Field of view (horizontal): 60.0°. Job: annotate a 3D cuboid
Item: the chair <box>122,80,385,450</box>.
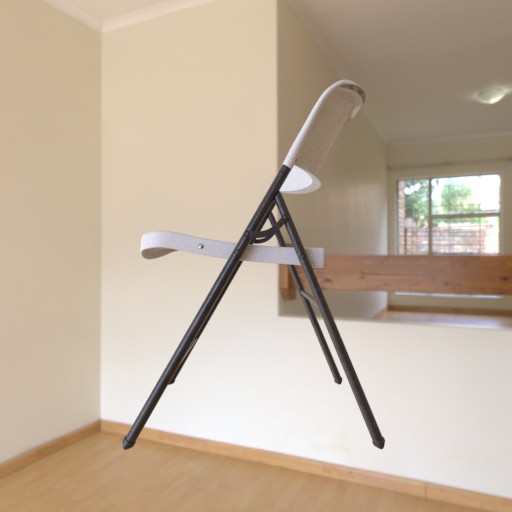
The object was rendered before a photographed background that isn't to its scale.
[{"bbox_3d":[0.000,0.000,1.171,0.566,0.810,0.494,0,0,0],"label":"chair"}]
